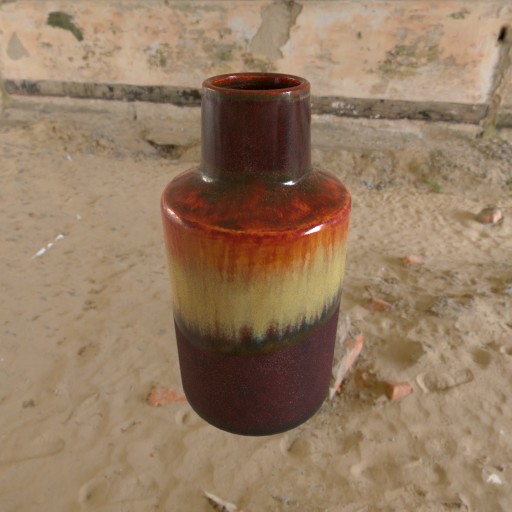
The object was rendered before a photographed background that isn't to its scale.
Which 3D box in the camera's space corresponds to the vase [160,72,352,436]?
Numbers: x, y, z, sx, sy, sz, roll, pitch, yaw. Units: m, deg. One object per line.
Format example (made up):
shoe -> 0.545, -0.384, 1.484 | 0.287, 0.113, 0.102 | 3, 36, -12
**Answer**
vase -> 0.000, 0.000, 0.272 | 0.108, 0.204, 0.108 | 0, 32, 0
